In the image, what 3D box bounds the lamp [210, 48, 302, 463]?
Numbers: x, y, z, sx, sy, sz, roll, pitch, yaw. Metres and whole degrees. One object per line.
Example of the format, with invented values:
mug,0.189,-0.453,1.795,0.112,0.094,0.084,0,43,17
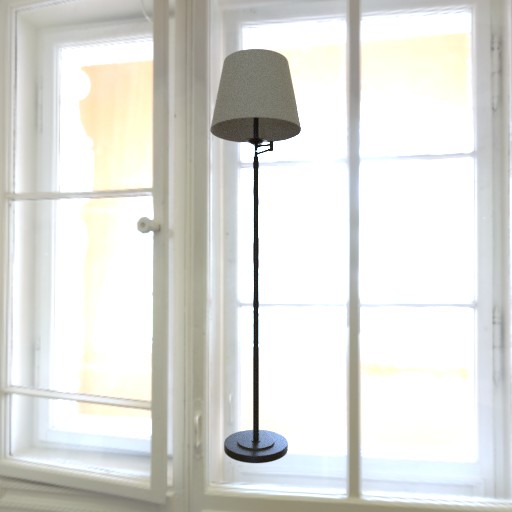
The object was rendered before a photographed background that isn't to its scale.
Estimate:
lamp,0.000,0.000,1.696,0.348,1.473,0.348,0,0,-36
